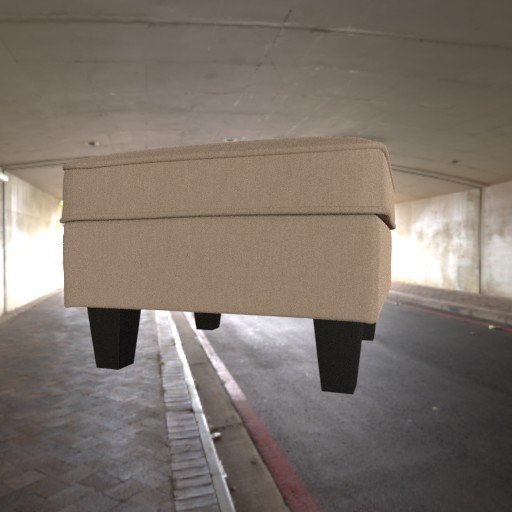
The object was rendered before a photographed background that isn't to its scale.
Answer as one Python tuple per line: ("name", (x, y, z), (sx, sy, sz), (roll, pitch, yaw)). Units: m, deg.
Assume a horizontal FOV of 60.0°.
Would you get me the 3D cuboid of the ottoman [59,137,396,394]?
("ottoman", (0.000, 0.000, 1.024), (0.613, 0.438, 0.616), (0, 1, 19))
